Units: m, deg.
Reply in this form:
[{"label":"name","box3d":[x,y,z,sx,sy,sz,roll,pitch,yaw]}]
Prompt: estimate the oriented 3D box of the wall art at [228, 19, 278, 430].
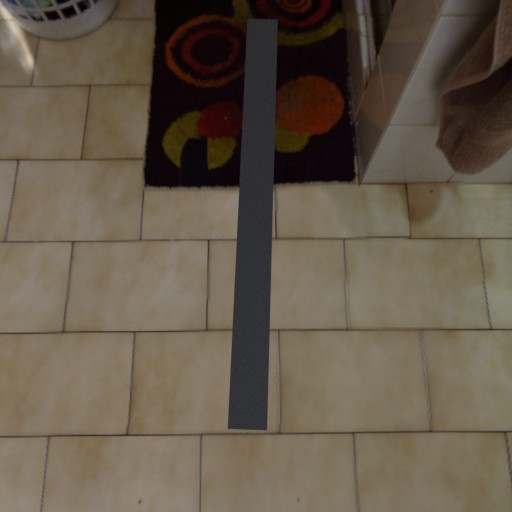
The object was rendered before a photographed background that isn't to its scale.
[{"label":"wall art","box3d":[0.000,0.000,0.763,0.040,0.509,0.509,2,74,1]}]
